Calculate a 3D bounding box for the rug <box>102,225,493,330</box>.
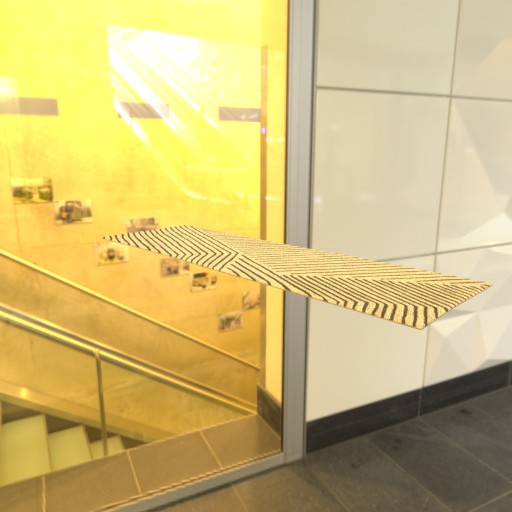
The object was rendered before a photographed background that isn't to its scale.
[{"bbox_3d":[0.000,0.000,2.693,2.439,0.020,0.773,13,19,43],"label":"rug"}]
